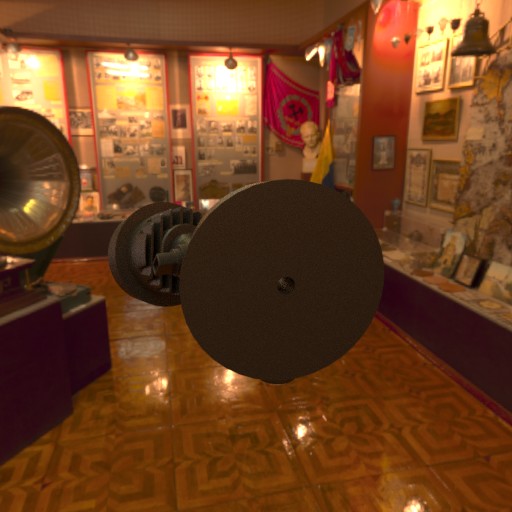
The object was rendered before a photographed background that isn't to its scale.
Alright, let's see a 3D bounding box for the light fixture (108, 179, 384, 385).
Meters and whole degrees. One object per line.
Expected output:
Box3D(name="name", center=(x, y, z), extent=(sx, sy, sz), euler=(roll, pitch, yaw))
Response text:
Box3D(name="light fixture", center=(0.000, 0.000, 0.310), extent=(0.213, 0.120, 0.168), euler=(-3, 15, -10))
